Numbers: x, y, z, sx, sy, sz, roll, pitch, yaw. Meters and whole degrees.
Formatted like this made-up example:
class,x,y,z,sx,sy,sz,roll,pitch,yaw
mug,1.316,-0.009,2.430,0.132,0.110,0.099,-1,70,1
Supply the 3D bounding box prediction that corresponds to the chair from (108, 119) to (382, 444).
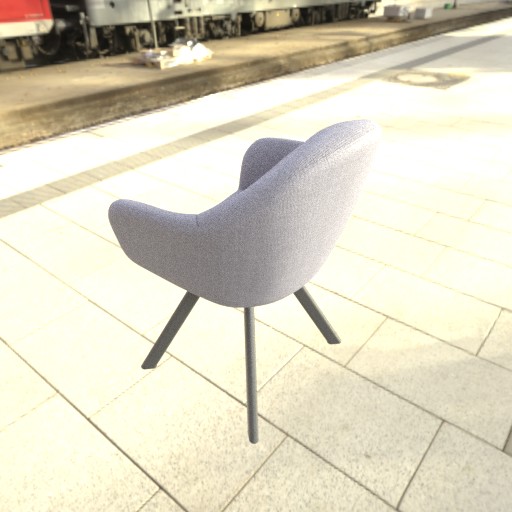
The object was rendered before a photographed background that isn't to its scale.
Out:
class,x,y,z,sx,sy,sz,roll,pitch,yaw
chair,0.000,0.000,1.213,0.550,0.795,0.590,22,39,30
